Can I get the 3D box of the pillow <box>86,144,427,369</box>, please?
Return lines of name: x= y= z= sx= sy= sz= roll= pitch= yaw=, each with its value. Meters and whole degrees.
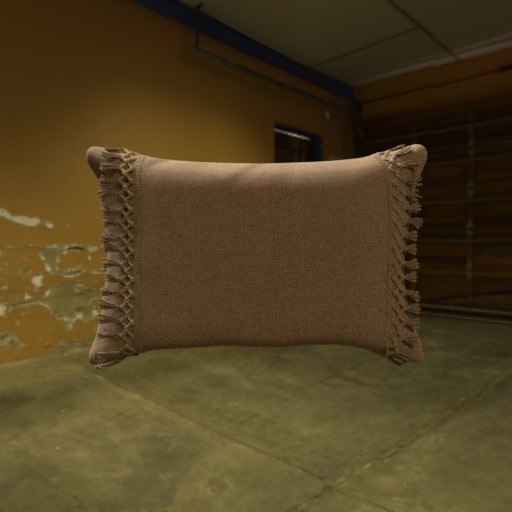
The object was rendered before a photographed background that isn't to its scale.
pillow: x=0.000 y=0.000 z=0.607 sx=0.466 sy=0.305 sz=0.084 roll=0 pitch=1 yaw=1
